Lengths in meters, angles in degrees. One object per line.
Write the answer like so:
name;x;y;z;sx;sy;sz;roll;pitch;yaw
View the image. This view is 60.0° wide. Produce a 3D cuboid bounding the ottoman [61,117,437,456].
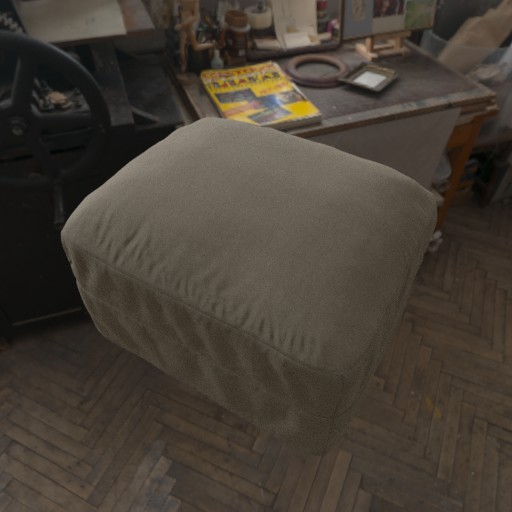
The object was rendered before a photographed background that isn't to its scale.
ottoman;0.000;0.000;1.064;0.712;0.480;0.584;23;51;21
